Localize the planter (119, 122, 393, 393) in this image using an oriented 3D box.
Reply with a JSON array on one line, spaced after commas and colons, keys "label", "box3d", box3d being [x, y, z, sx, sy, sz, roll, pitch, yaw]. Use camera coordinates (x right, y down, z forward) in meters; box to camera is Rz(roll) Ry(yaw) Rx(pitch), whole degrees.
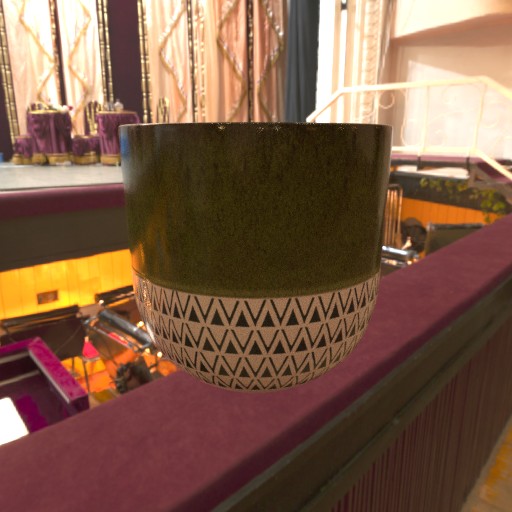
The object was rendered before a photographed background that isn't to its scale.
[{"label": "planter", "box3d": [0.000, 0.000, 0.481, 0.266, 0.270, 0.266, 0, 15, 0]}]
